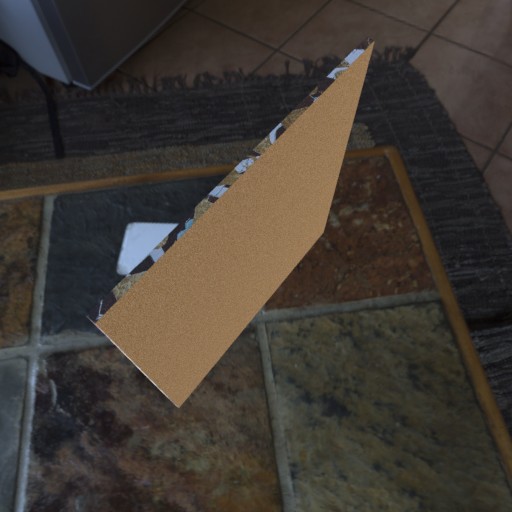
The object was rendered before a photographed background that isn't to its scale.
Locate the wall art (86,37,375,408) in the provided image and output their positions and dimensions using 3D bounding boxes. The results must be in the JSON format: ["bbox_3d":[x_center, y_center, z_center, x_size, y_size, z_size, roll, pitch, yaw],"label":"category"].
[{"bbox_3d":[0.000,0.000,0.586,0.010,0.406,0.404,35,68,16],"label":"wall art"}]
